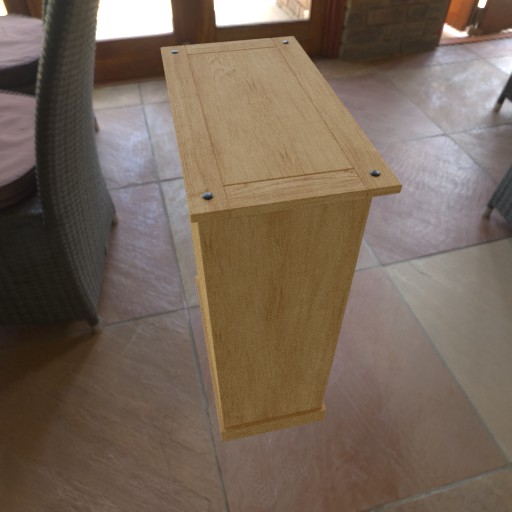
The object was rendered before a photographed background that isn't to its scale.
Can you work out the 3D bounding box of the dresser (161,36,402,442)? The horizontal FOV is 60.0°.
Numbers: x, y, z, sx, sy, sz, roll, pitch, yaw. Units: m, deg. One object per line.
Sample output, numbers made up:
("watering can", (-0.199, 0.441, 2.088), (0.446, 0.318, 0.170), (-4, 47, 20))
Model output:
("dresser", (0.000, 0.000, 1.748), (0.485, 1.300, 0.915), (-9, 47, -9))
